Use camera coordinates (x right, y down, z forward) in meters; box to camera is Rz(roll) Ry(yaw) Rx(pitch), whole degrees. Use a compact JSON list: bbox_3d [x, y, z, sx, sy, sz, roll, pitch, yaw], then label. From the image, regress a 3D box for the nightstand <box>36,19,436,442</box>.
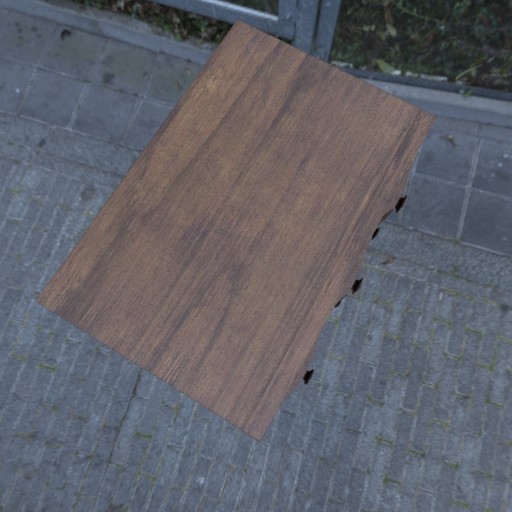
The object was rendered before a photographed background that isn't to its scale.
[{"bbox_3d":[0.000,0.000,1.019,0.437,0.610,0.610,29,77,7],"label":"nightstand"}]
